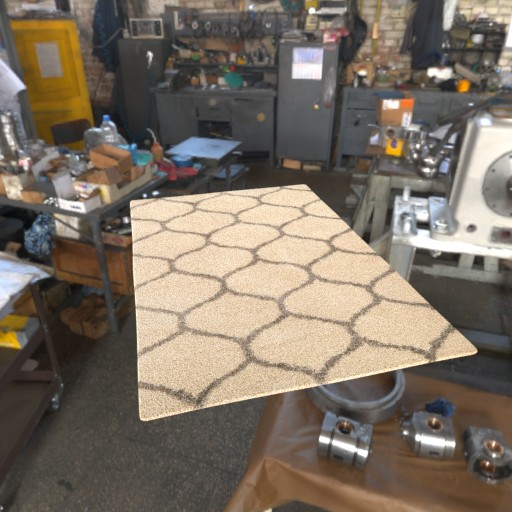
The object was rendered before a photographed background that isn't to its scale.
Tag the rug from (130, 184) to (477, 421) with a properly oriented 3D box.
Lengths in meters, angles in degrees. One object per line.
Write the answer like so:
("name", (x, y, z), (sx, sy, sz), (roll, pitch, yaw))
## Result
("rug", (0.000, 0.000, 3.346), (1.801, 0.026, 2.701), (-7, 30, -13))
